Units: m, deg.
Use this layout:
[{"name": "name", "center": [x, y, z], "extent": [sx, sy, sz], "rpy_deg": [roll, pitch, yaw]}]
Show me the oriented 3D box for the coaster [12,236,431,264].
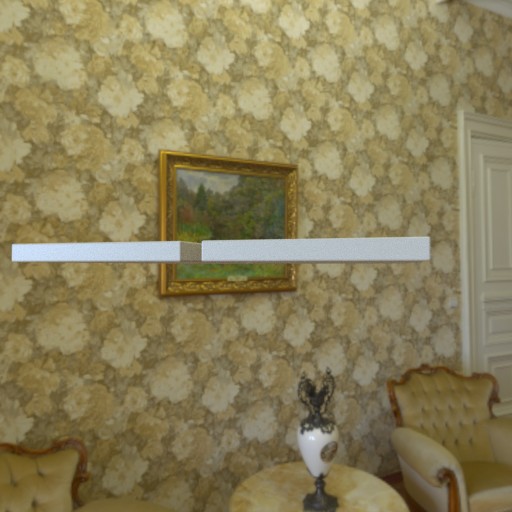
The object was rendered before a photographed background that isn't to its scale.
[{"name": "coaster", "center": [0.000, 0.000, 0.317], "extent": [0.214, 0.010, 0.219], "rpy_deg": [0, -1, 16]}]
